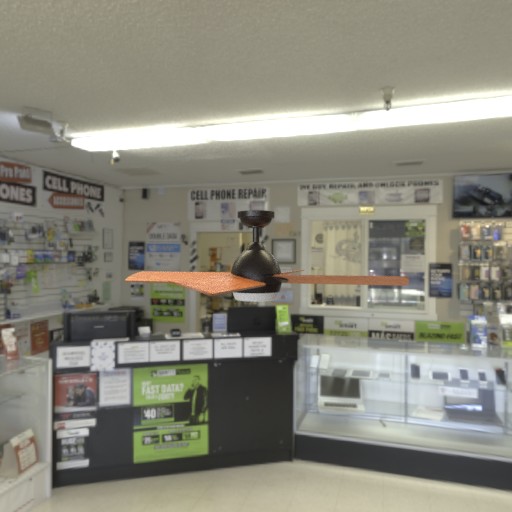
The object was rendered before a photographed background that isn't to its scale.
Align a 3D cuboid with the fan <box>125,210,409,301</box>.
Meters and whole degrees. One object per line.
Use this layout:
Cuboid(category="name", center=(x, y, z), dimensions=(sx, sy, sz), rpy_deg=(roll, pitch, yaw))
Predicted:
Cuboid(category="fan", center=(0.000, 0.000, 2.038), dimensions=(1.332, 0.403, 1.332), rpy_deg=(0, 0, 19))
